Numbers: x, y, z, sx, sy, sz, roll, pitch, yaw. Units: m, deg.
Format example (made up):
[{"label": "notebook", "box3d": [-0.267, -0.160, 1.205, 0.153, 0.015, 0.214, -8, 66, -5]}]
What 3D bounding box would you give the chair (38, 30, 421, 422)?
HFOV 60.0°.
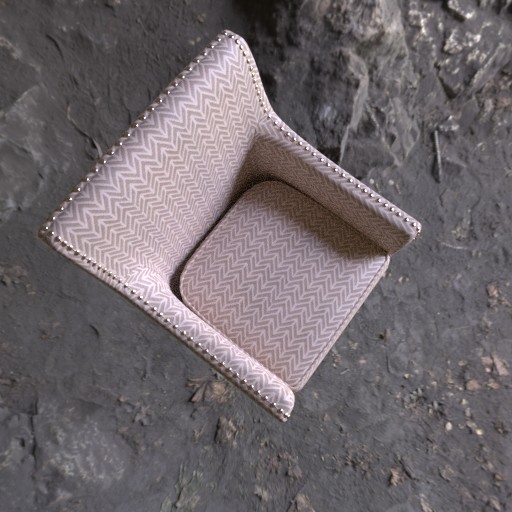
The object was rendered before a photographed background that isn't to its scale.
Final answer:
[{"label": "chair", "box3d": [0.000, 0.000, 1.261, 0.651, 0.816, 0.623, 37, 79, 8]}]
